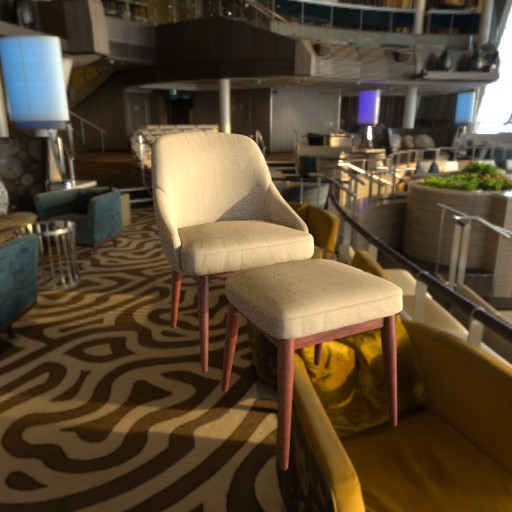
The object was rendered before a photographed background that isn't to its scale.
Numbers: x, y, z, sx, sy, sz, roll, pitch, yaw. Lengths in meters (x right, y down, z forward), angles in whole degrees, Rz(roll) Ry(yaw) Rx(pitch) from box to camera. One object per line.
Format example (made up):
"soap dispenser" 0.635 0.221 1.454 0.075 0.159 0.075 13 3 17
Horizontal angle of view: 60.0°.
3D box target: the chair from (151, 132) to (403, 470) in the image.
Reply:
"chair" 0.000 0.000 1.631 0.584 0.866 1.114 -8 18 -26
